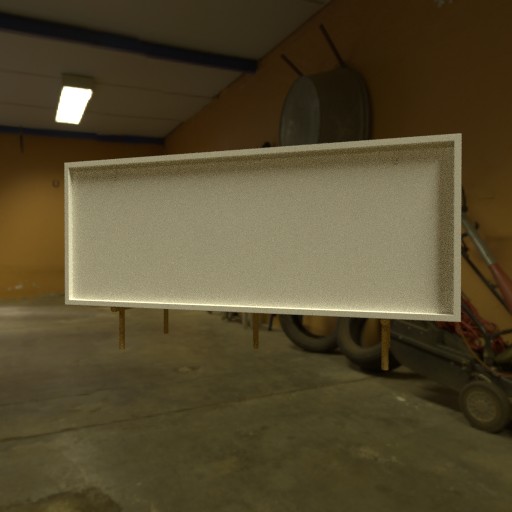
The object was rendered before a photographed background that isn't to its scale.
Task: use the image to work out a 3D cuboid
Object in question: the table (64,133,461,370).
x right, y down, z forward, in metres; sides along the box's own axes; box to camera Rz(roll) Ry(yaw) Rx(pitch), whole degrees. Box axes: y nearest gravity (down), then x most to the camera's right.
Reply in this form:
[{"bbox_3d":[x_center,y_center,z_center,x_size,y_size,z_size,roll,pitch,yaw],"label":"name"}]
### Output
[{"bbox_3d":[0.000,0.000,1.849,1.500,0.769,0.508,0,1,18],"label":"table"}]
